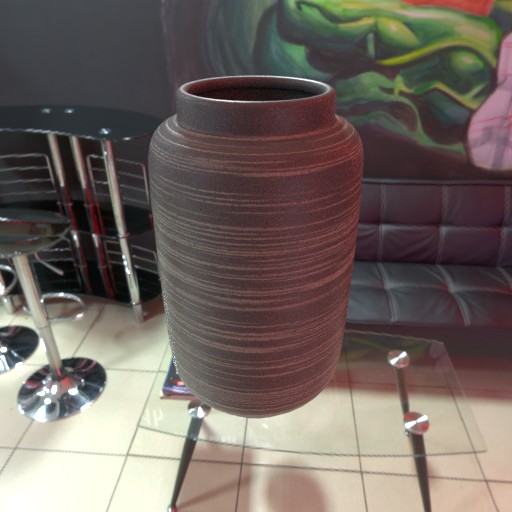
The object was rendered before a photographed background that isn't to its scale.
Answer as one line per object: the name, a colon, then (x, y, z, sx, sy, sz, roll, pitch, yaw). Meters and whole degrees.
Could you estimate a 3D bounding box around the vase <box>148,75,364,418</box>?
vase: (0.000, 0.000, 0.690, 0.297, 0.499, 0.297, 0, 30, 0)
